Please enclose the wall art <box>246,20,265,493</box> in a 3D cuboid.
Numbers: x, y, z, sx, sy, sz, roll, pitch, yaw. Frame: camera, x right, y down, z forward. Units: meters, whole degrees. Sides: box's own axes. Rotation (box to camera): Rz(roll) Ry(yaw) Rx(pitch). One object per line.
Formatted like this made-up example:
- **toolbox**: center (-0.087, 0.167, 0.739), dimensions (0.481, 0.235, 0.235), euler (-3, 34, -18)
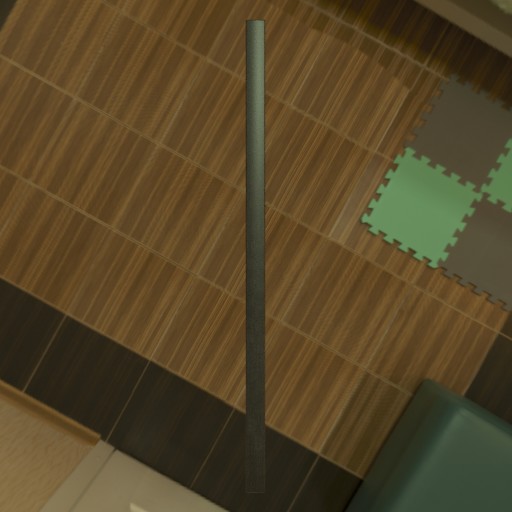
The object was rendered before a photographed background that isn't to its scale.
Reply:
- **wall art**: center (0.000, 0.000, 1.156), dimensions (0.038, 0.612, 0.912), euler (0, 91, 0)
